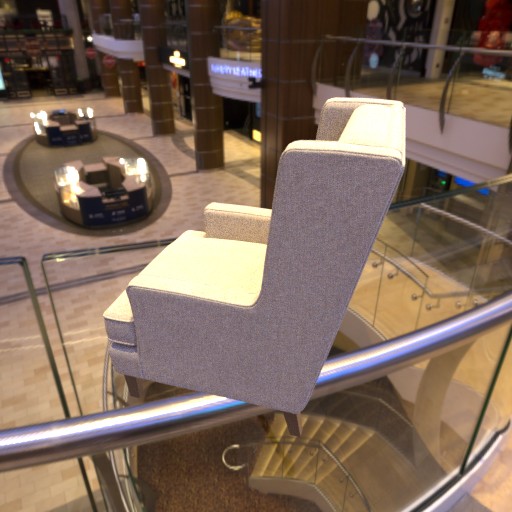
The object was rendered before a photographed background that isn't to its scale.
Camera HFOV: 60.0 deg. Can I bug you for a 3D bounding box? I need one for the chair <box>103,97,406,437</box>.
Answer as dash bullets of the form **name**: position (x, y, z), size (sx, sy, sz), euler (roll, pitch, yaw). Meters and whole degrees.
- **chair**: position (0.000, 0.000, 1.715), size (0.948, 1.082, 0.764), euler (8, 30, 14)
